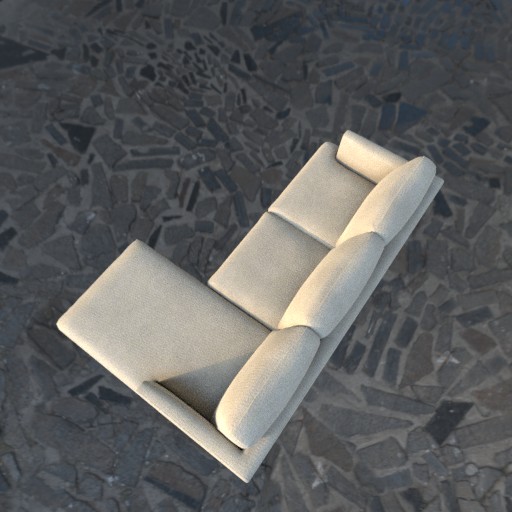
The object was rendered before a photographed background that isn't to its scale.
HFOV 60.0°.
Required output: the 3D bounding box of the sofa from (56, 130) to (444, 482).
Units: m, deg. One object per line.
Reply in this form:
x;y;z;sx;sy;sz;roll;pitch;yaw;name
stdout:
0.000;0.000;2.937;1.504;0.956;2.233;33;69;15;sofa
